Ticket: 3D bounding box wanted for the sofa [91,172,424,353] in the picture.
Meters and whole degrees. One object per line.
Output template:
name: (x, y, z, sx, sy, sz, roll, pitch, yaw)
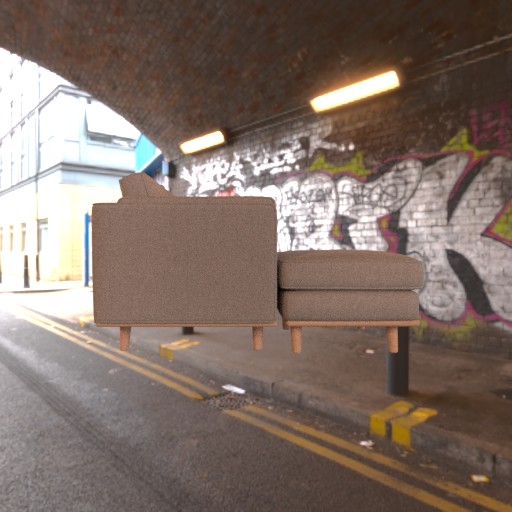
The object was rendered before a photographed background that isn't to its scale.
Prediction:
sofa: (0.000, 0.000, 3.254, 1.604, 0.929, 2.411, 0, 1, -1)
